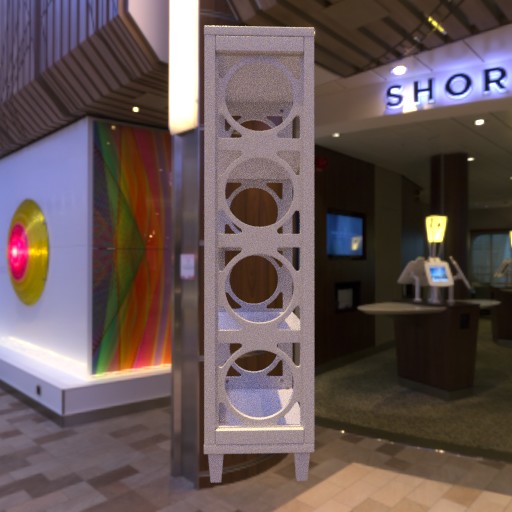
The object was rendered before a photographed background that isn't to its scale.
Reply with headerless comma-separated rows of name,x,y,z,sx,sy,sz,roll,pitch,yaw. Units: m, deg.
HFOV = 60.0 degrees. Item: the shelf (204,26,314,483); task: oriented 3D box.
shelf,0.000,0.000,1.667,0.340,1.411,0.611,0,0,-2
